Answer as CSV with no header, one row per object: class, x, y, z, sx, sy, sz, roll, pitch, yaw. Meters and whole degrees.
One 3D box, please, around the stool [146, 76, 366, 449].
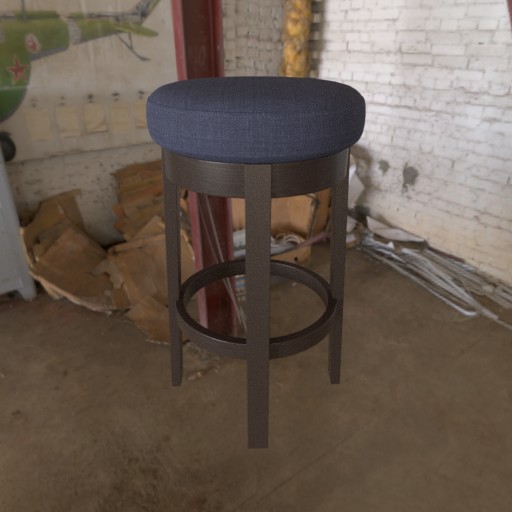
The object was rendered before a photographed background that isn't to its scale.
stool,0.000,0.000,1.029,0.446,0.758,0.446,0,27,0
